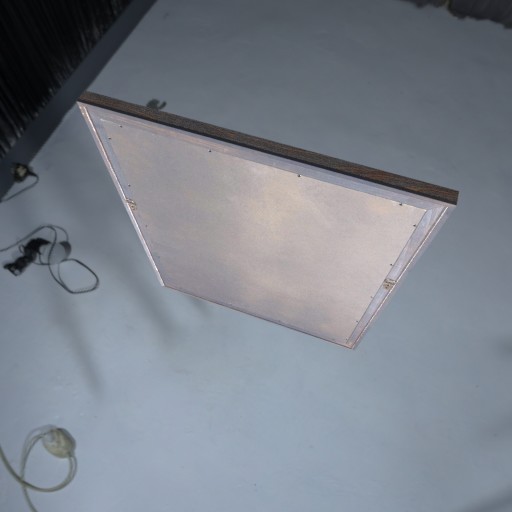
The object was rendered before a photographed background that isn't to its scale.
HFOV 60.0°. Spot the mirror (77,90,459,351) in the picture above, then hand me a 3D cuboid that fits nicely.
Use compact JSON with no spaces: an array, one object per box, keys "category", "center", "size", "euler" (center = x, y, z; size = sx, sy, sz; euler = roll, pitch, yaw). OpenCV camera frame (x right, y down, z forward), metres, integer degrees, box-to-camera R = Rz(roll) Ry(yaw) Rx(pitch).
[{"category":"mirror","center":[0.000,0.000,1.202],"size":[0.730,0.882,0.032],"euler":[17,63,9]}]
